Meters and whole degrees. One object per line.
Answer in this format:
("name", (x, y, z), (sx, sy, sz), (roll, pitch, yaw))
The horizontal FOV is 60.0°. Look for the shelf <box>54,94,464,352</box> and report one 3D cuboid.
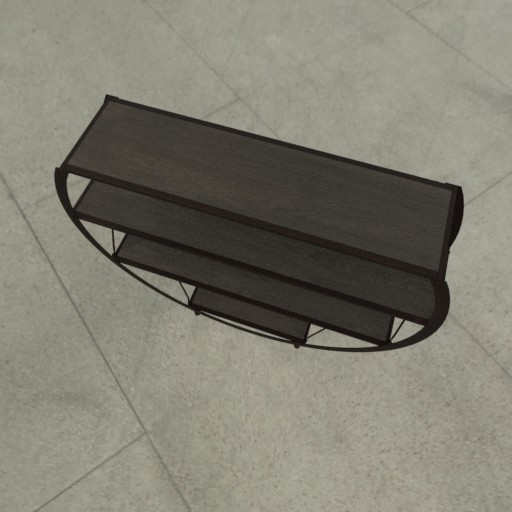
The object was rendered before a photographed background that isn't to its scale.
("shelf", (0.000, 0.000, 1.845), (1.403, 1.063, 0.344), (17, 64, 9))
